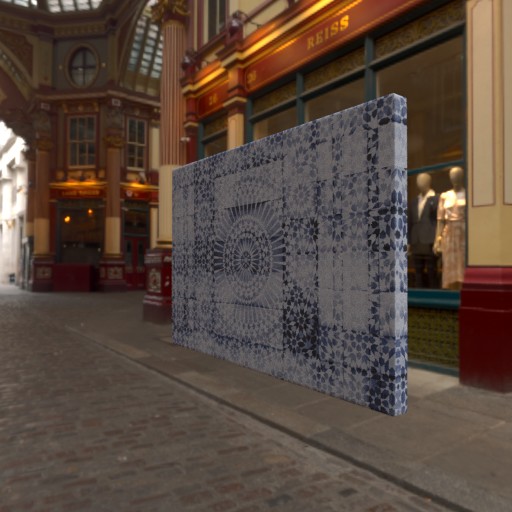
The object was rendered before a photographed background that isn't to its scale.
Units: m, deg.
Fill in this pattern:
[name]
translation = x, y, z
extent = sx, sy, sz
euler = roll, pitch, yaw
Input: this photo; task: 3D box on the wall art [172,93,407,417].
[wall art]
translation = 0.000, 0.000, 0.804
extent = 0.030, 0.406, 0.608
euler = 0, 0, -37
